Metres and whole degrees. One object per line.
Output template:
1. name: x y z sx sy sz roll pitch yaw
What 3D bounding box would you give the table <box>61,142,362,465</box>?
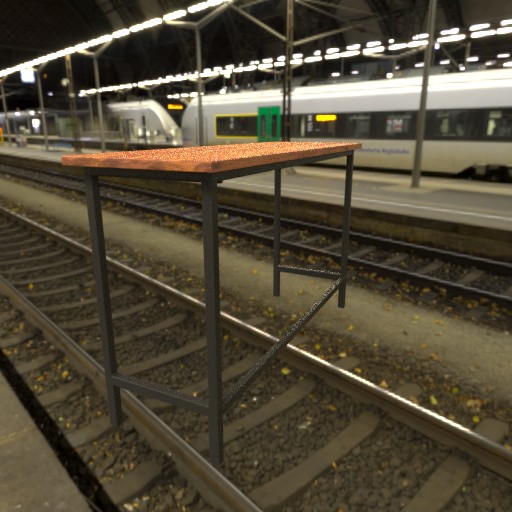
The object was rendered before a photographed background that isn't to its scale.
1. table: 0.000 0.000 1.555 0.408 0.740 1.204 8 18 25
